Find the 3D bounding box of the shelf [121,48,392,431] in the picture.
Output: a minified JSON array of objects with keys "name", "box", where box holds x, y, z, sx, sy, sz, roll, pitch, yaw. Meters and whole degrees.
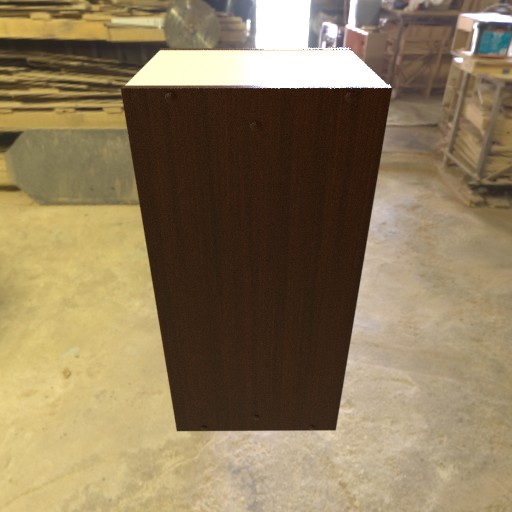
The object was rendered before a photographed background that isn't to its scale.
[{"name":"shelf","box":[0.000,0.000,0.743,0.290,0.600,0.253,0,34,0]}]
